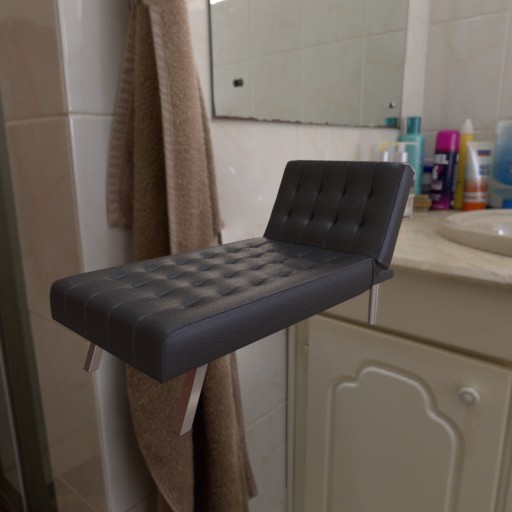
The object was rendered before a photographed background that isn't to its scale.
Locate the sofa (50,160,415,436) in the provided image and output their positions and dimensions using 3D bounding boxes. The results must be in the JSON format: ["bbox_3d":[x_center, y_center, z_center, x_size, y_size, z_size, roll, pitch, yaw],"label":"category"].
[{"bbox_3d":[0.000,0.000,1.998,0.760,0.820,1.560,12,18,42],"label":"sofa"}]
